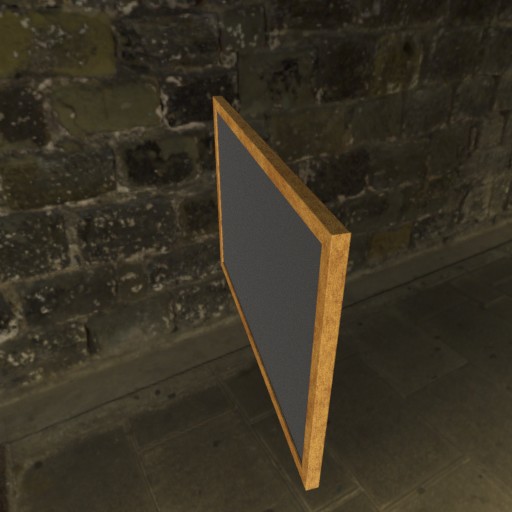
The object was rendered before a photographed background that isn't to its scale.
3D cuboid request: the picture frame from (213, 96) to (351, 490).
[{"bbox_3d":[0.000,0.000,1.163,0.029,0.621,0.922,-8,33,-13],"label":"picture frame"}]
